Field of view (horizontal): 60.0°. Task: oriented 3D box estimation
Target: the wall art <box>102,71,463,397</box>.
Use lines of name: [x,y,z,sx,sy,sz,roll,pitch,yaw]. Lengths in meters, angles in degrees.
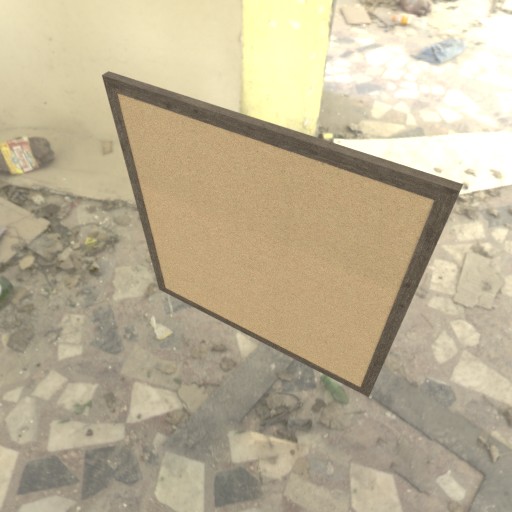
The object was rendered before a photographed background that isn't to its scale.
wall art: [0.000,0.000,0.672,0.457,0.457,0.013,24,52,20]
